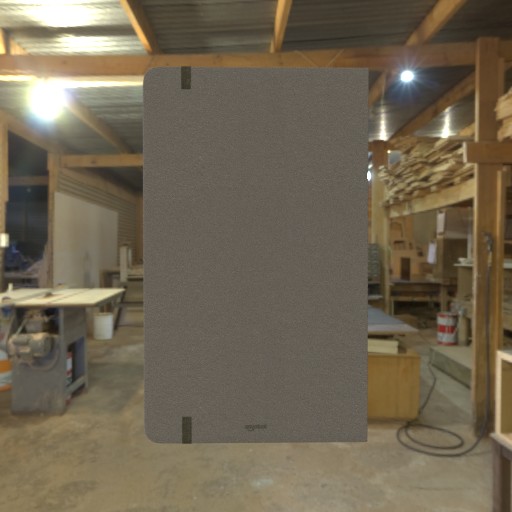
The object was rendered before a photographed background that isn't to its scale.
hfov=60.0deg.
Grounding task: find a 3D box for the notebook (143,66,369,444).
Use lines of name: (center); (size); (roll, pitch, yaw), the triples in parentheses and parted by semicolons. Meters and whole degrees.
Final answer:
notebook: (0.000, 0.000, 0.258); (0.127, 0.213, 0.016); (0, 1, -1)
